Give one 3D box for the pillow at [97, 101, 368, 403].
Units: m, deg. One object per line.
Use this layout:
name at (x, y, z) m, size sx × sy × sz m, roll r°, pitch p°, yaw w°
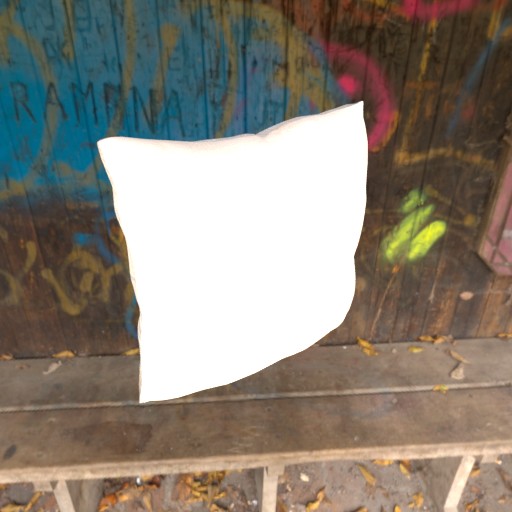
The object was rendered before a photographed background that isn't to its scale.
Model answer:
pillow at (0.000, 0.000, 0.731) m, size 0.450 × 0.448 × 0.245 m, roll -17°, pitch 34°, yaw -27°
